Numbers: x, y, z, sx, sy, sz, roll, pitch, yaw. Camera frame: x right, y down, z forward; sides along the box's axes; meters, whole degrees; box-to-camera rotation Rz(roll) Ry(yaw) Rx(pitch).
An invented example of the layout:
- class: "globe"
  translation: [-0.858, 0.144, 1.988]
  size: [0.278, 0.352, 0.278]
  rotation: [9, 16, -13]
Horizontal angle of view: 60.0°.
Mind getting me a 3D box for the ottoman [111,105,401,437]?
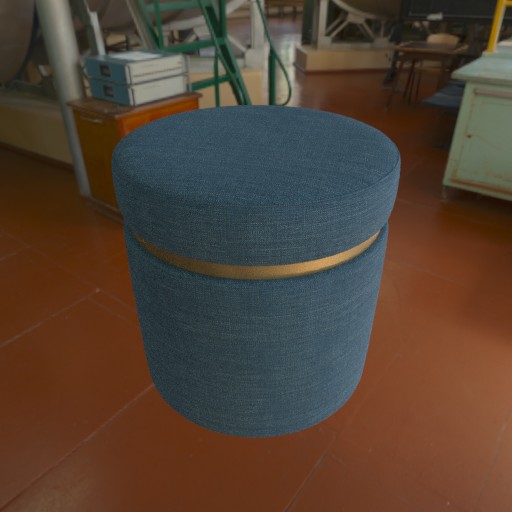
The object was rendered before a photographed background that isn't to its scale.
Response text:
- class: "ottoman"
  translation: [0.000, 0.000, 0.721]
  size: [0.398, 0.406, 0.398]
  rotation: [0, 33, 0]
